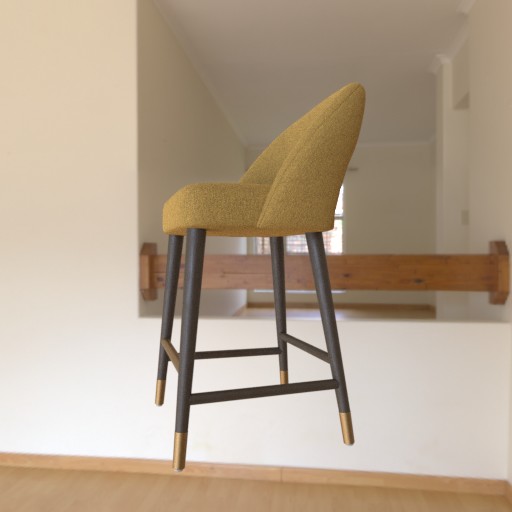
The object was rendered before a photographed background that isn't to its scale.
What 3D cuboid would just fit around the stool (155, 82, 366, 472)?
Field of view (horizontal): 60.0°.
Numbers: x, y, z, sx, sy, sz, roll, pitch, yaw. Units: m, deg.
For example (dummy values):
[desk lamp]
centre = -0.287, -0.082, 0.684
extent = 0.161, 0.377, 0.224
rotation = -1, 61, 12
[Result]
[stool]
centre = 0.000, 0.000, 1.253
extent = 0.522, 0.939, 0.536
rotation = 0, 0, -18
